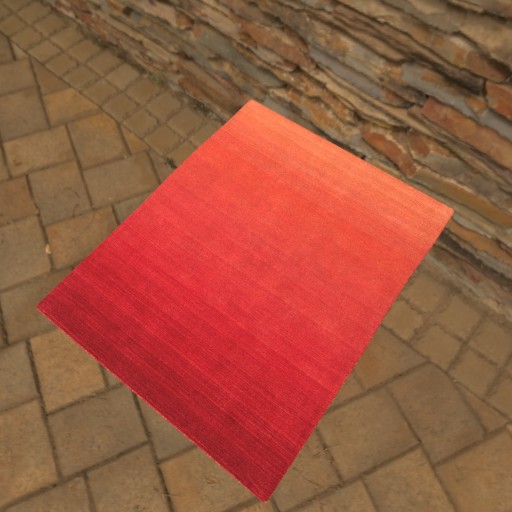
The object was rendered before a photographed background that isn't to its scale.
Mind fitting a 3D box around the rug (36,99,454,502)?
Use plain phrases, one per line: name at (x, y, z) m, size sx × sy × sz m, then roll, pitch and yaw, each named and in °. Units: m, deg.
rug at (0.000, 0.000, 3.805) m, size 2.340 × 0.028 × 2.905 m, roll 34°, pitch 68°, yaw 16°
